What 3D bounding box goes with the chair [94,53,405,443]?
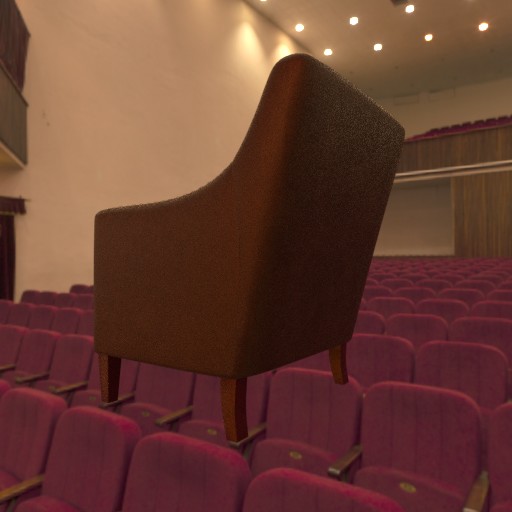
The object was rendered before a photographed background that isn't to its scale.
[{"bbox_3d":[0.000,0.000,1.290,0.704,0.813,0.639,0,-1,36],"label":"chair"}]
